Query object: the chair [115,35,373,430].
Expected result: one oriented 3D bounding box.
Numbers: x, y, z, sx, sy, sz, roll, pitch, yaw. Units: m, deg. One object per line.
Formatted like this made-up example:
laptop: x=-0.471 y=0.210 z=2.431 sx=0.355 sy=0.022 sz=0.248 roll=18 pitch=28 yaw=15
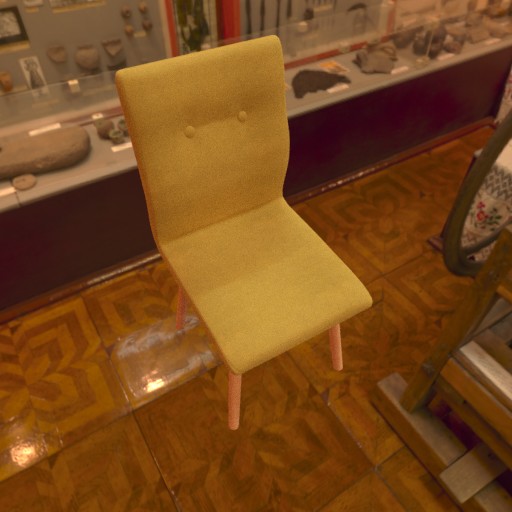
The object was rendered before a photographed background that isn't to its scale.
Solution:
chair: x=0.000 y=0.000 z=1.274 sx=0.450 sy=0.965 sz=0.550 roll=-23 pitch=51 yaw=-20
